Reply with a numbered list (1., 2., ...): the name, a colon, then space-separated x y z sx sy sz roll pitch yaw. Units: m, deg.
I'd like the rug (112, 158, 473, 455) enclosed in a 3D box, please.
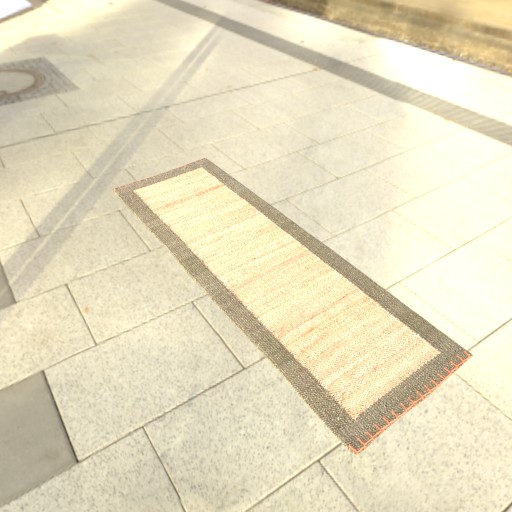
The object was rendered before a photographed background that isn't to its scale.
1. rug: 0.000 0.000 2.663 0.810 0.016 2.413 -26 47 -27
